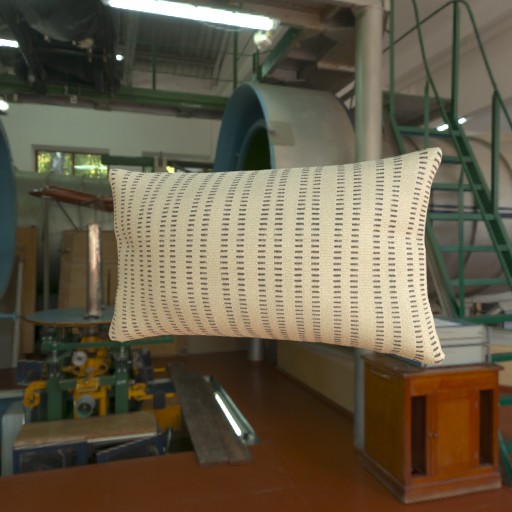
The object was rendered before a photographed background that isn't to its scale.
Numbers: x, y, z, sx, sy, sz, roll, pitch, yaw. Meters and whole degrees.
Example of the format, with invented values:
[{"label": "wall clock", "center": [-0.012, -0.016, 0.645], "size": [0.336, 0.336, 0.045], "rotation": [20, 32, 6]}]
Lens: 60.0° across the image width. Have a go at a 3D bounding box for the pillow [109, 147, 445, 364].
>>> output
[{"label": "pillow", "center": [0.000, 0.000, 0.806], "size": [0.640, 0.353, 0.210], "rotation": [0, 1, 18]}]
